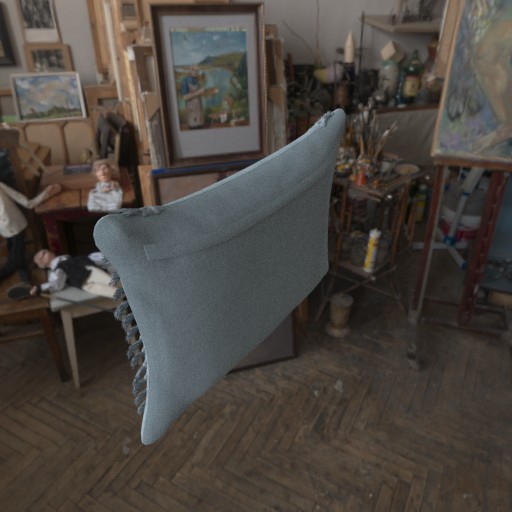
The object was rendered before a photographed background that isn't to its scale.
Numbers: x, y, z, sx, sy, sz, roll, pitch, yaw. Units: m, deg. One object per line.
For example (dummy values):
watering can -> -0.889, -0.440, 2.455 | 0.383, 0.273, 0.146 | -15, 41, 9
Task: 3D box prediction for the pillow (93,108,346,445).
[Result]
pillow -> 0.000, 0.000, 0.601 | 0.084, 0.305, 0.466 | 21, 38, 29
